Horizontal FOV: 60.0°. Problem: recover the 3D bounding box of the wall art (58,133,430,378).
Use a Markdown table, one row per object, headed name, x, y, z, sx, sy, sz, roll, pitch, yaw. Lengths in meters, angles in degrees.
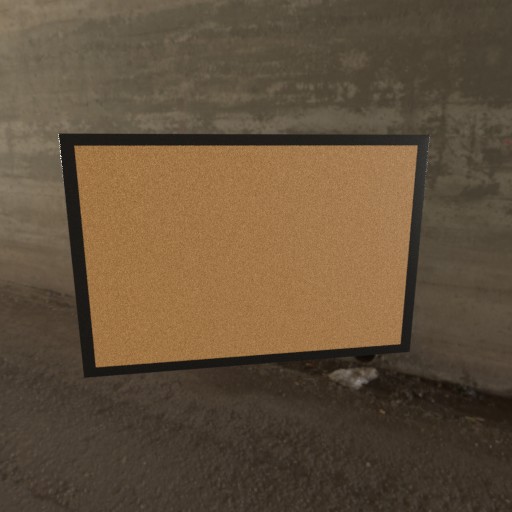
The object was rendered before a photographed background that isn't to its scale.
| name | x | y | z | sx | sy | sz | roll | pitch | yaw |
| --- | --- | --- | --- | --- | --- | --- | --- | --- | --- |
| wall art | 0.000 | 0.000 | 1.042 | 0.819 | 0.552 | 0.015 | -2 | 14 | -9 |
